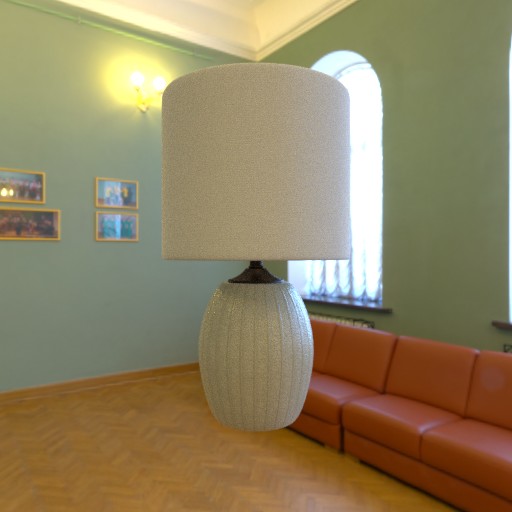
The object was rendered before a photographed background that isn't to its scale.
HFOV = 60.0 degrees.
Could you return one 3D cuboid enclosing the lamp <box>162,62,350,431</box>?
[{"bbox_3d":[0.000,0.000,0.790,0.329,0.570,0.329,0,0,-37],"label":"lamp"}]
